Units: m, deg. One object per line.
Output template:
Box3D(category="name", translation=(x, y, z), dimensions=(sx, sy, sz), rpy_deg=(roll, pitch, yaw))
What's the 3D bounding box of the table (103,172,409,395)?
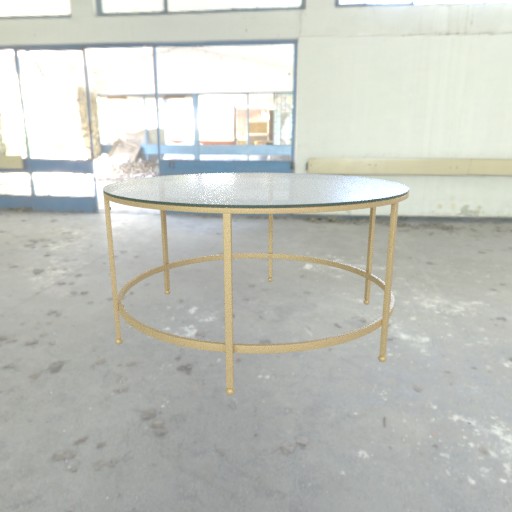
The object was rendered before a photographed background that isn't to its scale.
Box3D(category="table", translation=(0.000, 0.000, 1.453), dimensions=(0.914, 0.470, 0.914), rpy_deg=(0, 15, 0))
